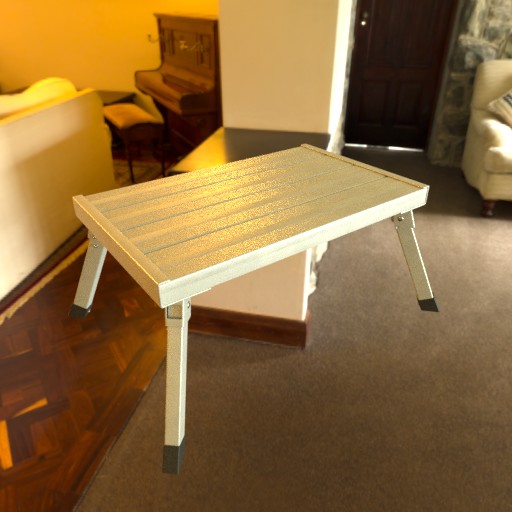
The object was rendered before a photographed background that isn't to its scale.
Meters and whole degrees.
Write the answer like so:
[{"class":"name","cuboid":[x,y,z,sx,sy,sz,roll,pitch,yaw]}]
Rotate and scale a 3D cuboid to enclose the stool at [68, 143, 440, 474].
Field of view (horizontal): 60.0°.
[{"class":"stool","cuboid":[0.000,0.000,0.717,0.535,0.225,0.385,-20,36,-31]}]
